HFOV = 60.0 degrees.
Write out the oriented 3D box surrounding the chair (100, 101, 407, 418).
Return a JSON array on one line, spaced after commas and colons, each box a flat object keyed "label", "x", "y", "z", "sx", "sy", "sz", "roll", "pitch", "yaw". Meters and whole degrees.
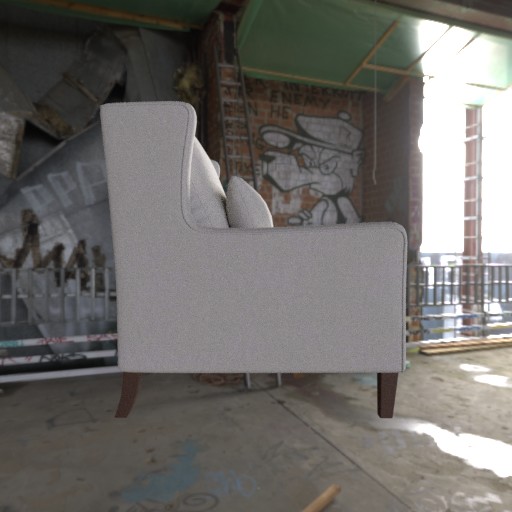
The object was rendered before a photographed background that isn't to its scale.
[{"label": "chair", "x": 0.000, "y": 0.000, "z": 1.886, "sx": 1.040, "sy": 1.056, "sz": 0.982, "roll": 0, "pitch": 0, "yaw": 0}]
